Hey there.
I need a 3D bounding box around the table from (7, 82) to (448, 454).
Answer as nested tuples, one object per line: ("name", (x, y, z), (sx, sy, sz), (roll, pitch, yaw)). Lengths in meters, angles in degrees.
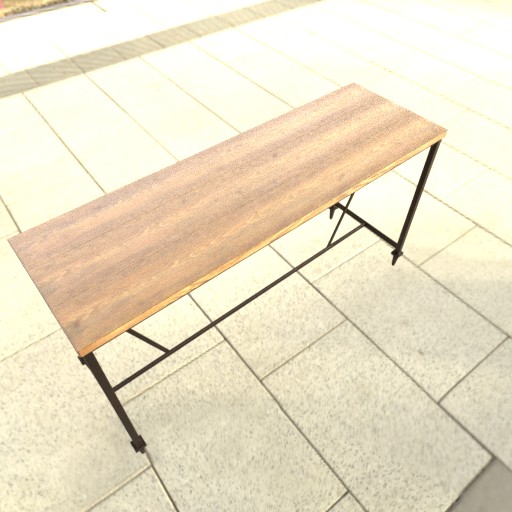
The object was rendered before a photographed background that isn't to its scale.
("table", (0.000, 0.000, 2.027), (1.700, 0.902, 0.551), (-31, 55, -25))
